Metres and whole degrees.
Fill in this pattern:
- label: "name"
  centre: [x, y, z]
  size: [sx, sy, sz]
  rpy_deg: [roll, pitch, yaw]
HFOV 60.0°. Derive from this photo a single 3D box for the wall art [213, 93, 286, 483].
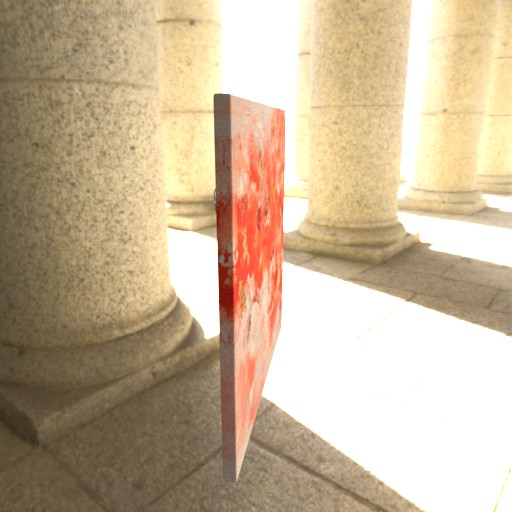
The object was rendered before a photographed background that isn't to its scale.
- label: "wall art"
  centre: [0.000, 0.000, 1.355]
  size: [0.066, 0.878, 0.878]
  rpy_deg: [3, 17, 10]
